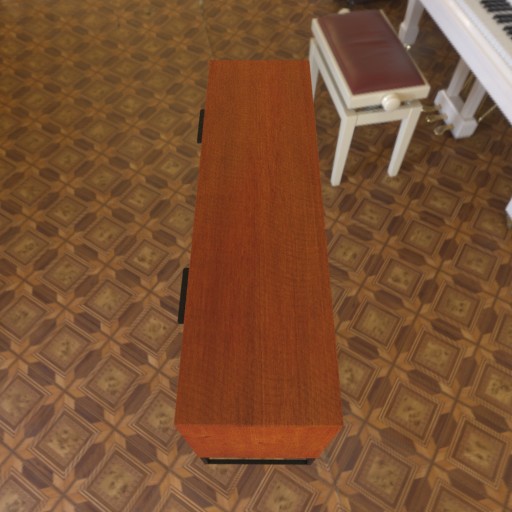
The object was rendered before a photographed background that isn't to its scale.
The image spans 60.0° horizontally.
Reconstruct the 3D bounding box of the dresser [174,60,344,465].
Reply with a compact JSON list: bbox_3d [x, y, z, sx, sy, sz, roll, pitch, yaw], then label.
[{"bbox_3d":[0.000,0.000,1.896,0.464,0.810,1.536,0,58,0],"label":"dresser"}]
